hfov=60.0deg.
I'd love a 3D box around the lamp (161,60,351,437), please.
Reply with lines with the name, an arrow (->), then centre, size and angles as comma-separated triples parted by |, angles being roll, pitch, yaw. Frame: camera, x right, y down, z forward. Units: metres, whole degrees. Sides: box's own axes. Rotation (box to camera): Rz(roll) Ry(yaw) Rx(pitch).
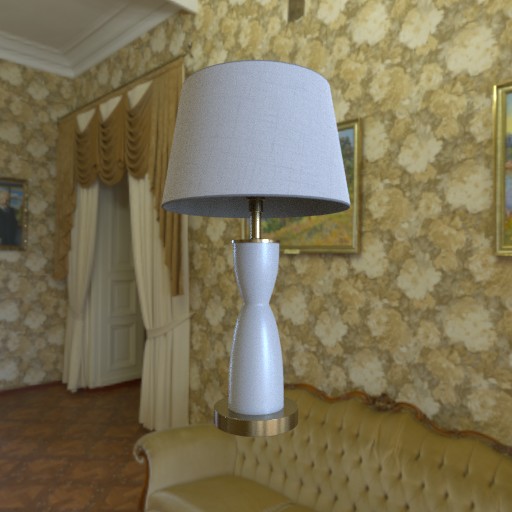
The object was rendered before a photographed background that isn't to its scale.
lamp -> 0.000, 0.000, 0.737 | 0.309, 0.545, 0.309 | 0, -1, 0
